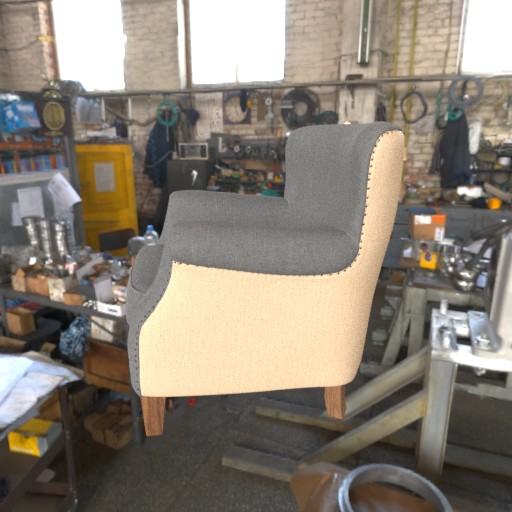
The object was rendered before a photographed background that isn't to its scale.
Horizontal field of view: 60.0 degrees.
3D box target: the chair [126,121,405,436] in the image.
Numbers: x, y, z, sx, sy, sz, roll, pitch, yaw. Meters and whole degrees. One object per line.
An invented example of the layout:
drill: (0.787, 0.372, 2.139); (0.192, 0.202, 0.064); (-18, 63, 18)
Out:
chair: (0.000, 0.000, 1.625); (0.921, 0.936, 0.861); (-3, 16, -10)
